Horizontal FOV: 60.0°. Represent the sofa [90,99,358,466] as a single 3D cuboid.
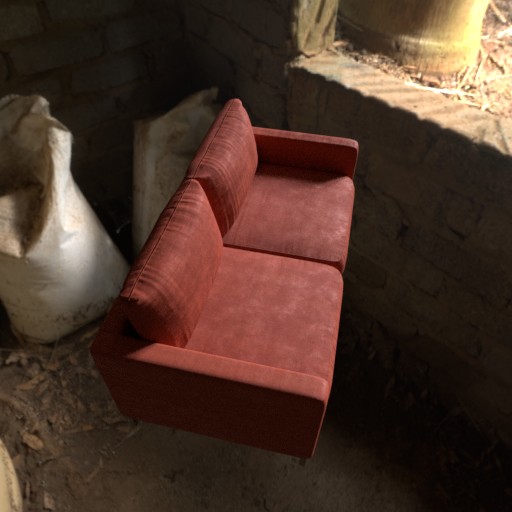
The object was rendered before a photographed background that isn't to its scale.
[{"bbox_3d":[0.000,0.000,2.153,0.864,0.896,1.574,9,47,9],"label":"sofa"}]
